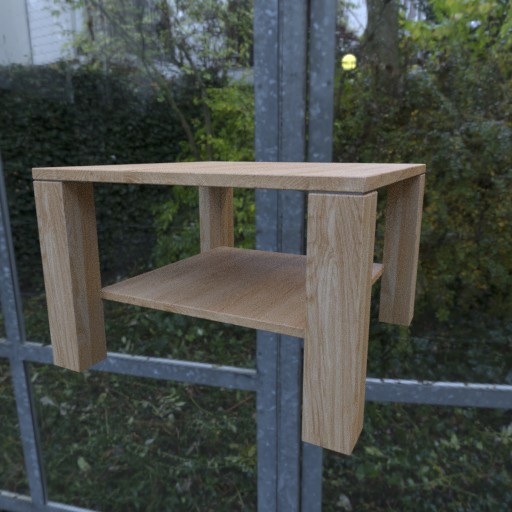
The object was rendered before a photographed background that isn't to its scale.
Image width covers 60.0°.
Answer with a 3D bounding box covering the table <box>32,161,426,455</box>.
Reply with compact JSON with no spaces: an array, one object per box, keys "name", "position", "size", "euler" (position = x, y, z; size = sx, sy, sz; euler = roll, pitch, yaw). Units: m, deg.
[{"name":"table","position":[0.000,0.000,1.128],"size":[0.700,0.450,0.700],"euler":[7,15,26]}]
